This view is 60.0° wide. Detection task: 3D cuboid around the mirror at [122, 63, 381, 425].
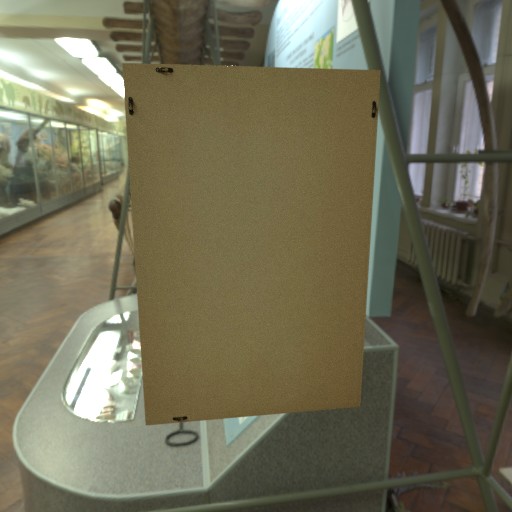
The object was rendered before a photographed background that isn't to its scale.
[{"bbox_3d":[0.000,0.000,1.154,0.609,0.915,0.041,-2,13,-8],"label":"mirror"}]
